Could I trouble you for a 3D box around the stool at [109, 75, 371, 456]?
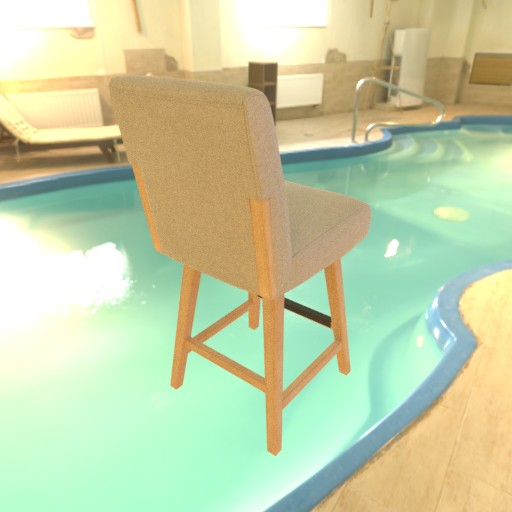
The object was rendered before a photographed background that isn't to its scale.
[{"bbox_3d":[0.000,0.000,1.397,0.507,1.085,0.606,20,34,34],"label":"stool"}]
